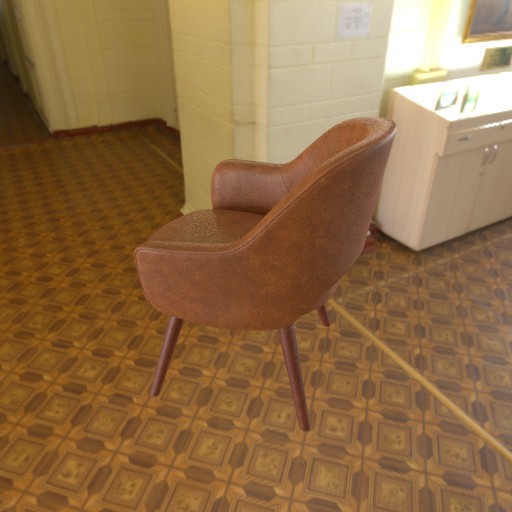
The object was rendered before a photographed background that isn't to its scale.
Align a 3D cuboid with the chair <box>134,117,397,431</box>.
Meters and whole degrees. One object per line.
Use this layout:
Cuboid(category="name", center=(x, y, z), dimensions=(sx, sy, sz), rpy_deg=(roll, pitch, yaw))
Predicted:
Cuboid(category="chair", center=(0.000, 0.000, 1.243), dimensions=(0.640, 0.777, 0.591), rpy_deg=(8, 32, 13))
